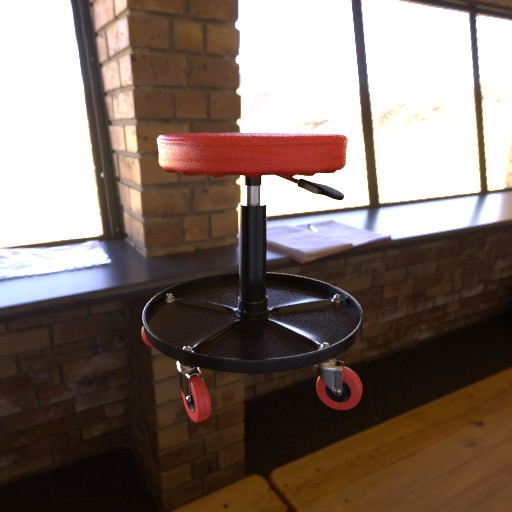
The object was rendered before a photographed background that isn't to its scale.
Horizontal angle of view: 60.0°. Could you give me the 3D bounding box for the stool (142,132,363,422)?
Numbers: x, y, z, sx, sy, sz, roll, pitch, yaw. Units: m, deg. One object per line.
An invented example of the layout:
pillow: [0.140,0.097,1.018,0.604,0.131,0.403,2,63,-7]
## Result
stool: [0.000,0.000,0.687,0.382,0.365,0.381,9,18,27]
